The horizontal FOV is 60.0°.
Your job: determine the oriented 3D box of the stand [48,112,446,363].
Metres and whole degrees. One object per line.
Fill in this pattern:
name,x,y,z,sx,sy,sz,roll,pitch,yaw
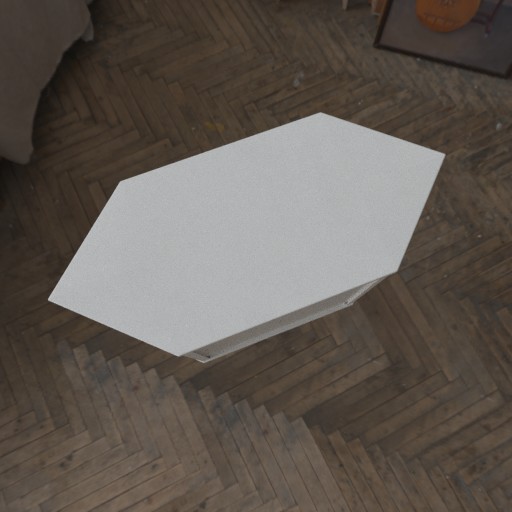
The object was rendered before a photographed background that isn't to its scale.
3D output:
stand,0.000,0.000,1.410,1.072,0.614,0.477,-20,76,-5
